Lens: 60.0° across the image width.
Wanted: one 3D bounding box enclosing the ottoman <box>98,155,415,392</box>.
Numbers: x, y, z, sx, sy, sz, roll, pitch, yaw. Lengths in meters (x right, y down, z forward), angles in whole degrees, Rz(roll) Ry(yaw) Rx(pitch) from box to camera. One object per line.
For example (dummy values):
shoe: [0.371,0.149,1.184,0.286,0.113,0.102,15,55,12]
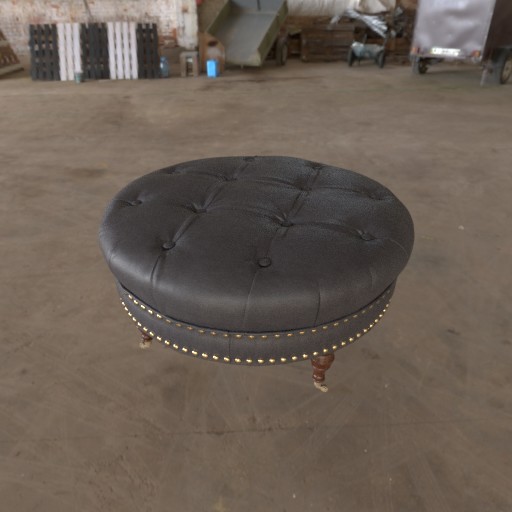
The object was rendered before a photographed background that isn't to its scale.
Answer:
ottoman: [0.000,0.000,1.393,0.901,0.439,0.901,0,32,0]
